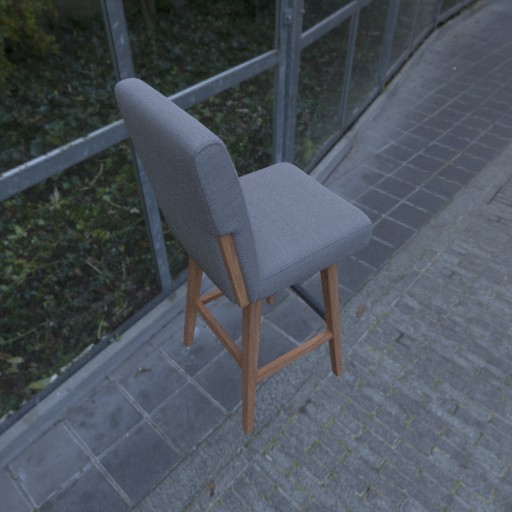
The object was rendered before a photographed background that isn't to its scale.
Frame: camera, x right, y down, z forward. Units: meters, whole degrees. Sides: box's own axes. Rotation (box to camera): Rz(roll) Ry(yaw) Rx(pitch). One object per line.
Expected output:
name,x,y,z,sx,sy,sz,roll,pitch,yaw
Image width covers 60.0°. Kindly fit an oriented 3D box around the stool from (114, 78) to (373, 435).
stool,0.000,0.000,1.412,0.570,1.112,0.483,-24,47,-25
